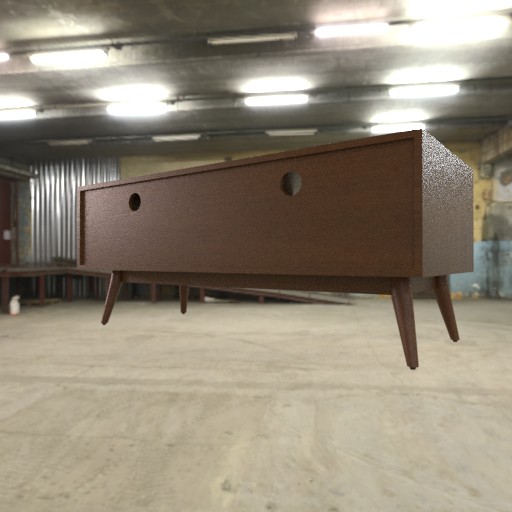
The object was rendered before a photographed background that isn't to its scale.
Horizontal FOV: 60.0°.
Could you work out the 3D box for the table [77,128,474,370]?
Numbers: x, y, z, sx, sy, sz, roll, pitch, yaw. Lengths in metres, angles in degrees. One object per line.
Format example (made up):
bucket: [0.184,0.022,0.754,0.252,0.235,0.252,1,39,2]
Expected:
table: [0.000,0.000,1.344,1.119,0.464,0.490,0,-1,36]
